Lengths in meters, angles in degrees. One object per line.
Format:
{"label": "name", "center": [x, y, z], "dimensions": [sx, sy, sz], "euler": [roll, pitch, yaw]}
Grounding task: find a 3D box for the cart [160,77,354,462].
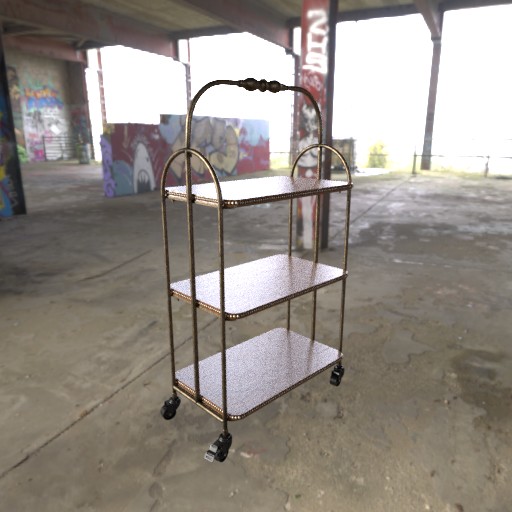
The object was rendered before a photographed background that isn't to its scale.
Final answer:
{"label": "cart", "center": [0.000, 0.000, 1.401], "dimensions": [0.650, 1.052, 0.330], "euler": [-15, 22, -42]}
